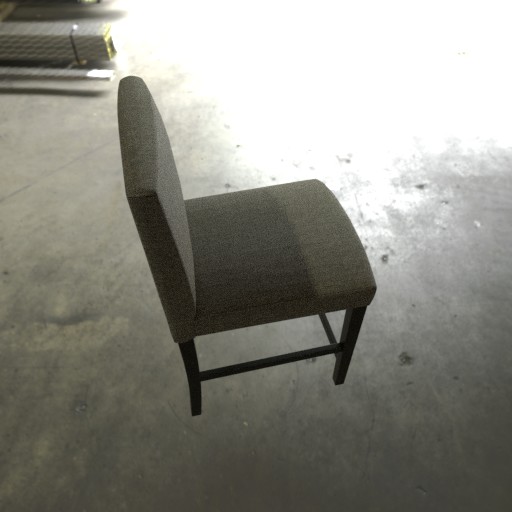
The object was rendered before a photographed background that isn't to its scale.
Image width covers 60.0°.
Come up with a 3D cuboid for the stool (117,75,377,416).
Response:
[{"bbox_3d":[0.000,0.000,1.250,0.552,0.966,0.451,-10,48,-9],"label":"stool"}]
